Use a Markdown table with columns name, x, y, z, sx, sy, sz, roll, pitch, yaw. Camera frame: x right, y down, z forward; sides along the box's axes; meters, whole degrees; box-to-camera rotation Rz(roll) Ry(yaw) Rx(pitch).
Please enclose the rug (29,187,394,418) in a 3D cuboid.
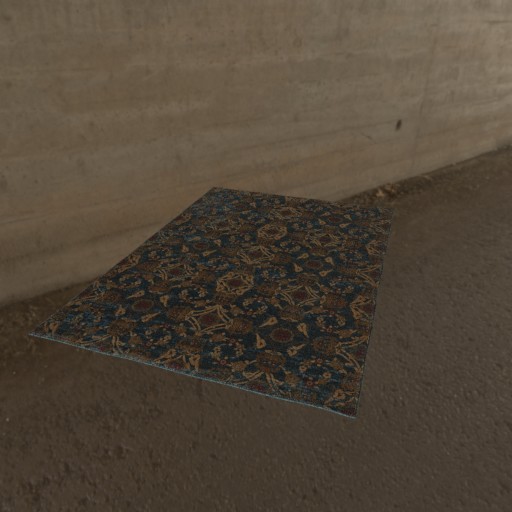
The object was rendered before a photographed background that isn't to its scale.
| name | x | y | z | sx | sy | sz | roll | pitch | yaw |
| --- | --- | --- | --- | --- | --- | --- | --- | --- | --- |
| rug | 0.000 | 0.000 | 4.228 | 2.337 | 0.013 | 3.291 | 9 | 30 | 17 |
